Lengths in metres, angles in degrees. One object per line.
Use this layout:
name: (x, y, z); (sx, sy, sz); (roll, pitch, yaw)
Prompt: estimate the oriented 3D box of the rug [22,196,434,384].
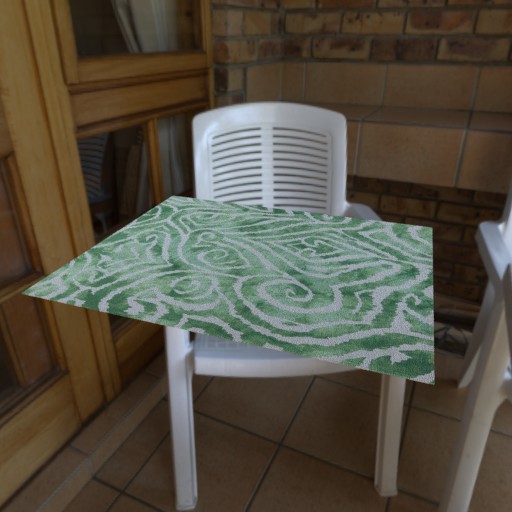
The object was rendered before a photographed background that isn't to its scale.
rug: (0.000, 0.000, 4.050); (3.045, 0.007, 2.436); (9, 28, 17)
